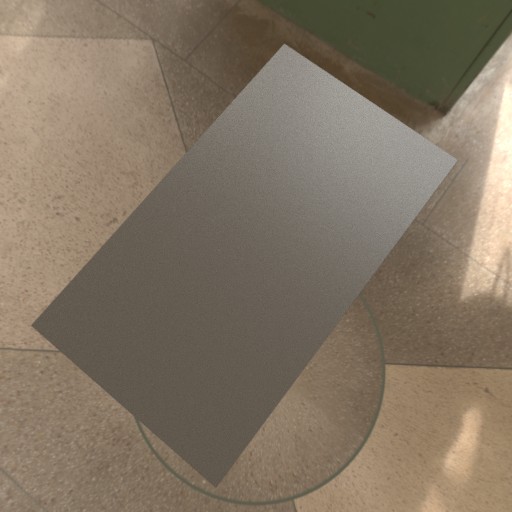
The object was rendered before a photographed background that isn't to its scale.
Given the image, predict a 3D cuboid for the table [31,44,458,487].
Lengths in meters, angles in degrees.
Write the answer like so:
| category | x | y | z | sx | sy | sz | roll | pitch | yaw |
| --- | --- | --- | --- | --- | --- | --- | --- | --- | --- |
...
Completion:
| category | x | y | z | sx | sy | sz | roll | pitch | yaw |
| --- | --- | --- | --- | --- | --- | --- | --- | --- | --- |
| table | 0.000 | 0.000 | 1.529 | 0.703 | 0.404 | 1.201 | 37 | 79 | 8 |
